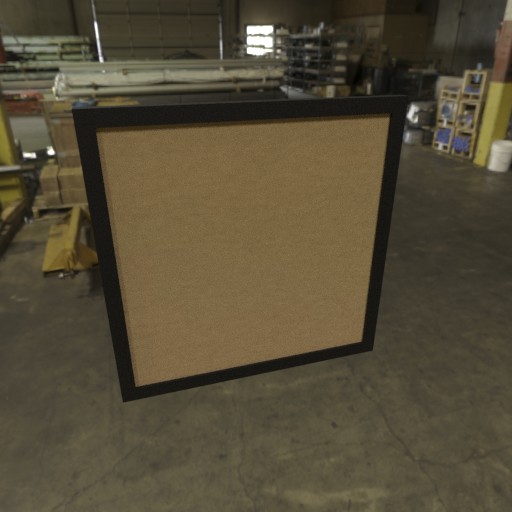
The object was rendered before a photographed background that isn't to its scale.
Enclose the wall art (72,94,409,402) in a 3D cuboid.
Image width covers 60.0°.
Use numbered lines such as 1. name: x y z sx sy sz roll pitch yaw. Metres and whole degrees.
1. wall art: 0.000 0.000 0.534 0.356 0.356 0.013 -8 27 -15
